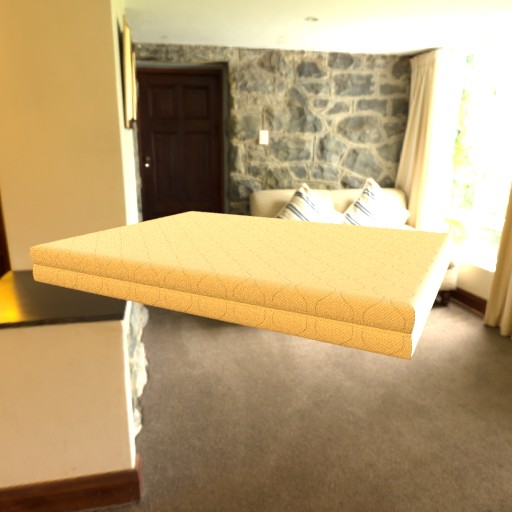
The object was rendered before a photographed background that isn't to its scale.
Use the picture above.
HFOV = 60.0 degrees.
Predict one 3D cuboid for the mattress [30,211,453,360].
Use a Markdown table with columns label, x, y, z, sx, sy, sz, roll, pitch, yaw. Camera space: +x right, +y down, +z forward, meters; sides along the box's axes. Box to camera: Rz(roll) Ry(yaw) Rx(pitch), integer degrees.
| label | x | y | z | sx | sy | sz | roll | pitch | yaw |
| --- | --- | --- | --- | --- | --- | --- | --- | --- | --- |
| mattress | 0.000 | 0.000 | 2.468 | 1.900 | 0.200 | 1.400 | 7 | 16 | 27 |
